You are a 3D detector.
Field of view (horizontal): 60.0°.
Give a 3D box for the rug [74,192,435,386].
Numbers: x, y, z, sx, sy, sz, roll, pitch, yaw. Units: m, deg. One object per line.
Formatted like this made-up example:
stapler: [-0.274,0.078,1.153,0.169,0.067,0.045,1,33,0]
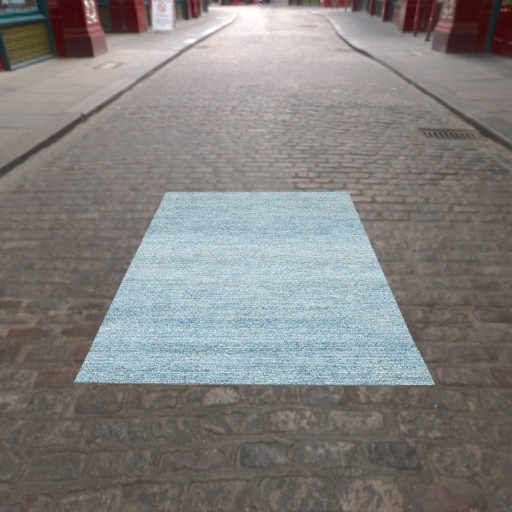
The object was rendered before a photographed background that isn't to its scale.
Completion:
rug: [0.000,0.000,2.935,1.611,0.026,2.260,0,30,1]
